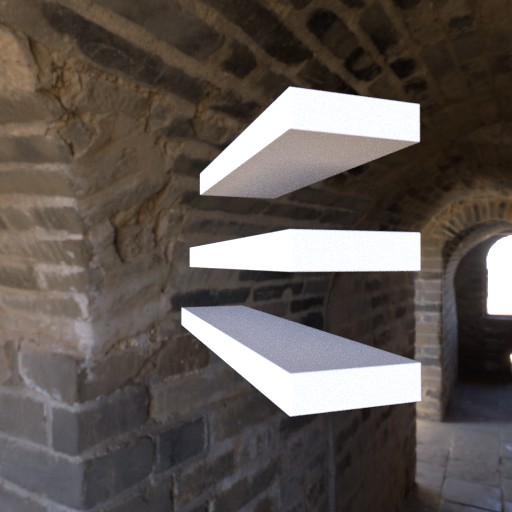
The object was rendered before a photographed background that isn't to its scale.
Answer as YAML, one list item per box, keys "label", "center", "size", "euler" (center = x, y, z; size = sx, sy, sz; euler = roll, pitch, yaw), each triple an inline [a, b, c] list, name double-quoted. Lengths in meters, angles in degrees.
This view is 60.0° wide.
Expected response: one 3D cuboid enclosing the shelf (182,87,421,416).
- label: "shelf"
  center: [0.000, 0.000, 0.703]
  size: [0.140, 0.293, 0.610]
  euler: [0, -1, -18]
